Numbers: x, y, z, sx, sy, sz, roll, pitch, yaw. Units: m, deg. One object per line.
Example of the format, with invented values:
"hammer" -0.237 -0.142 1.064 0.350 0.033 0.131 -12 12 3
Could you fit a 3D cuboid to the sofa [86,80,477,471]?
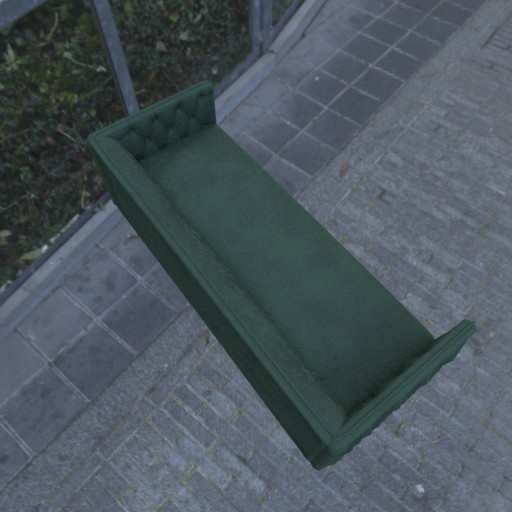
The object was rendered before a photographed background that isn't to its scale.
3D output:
"sofa" 0.000 0.000 2.596 0.895 0.771 2.209 -33 64 -18
